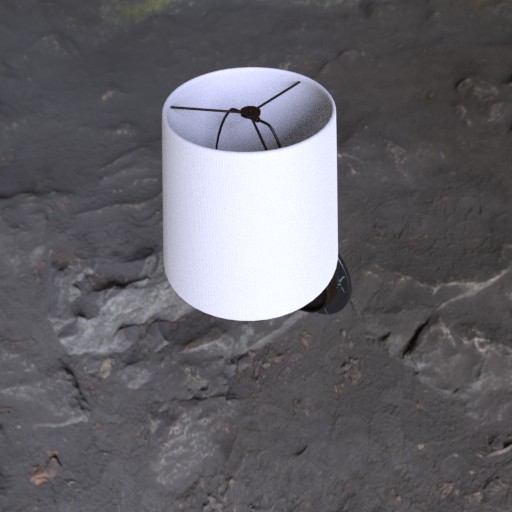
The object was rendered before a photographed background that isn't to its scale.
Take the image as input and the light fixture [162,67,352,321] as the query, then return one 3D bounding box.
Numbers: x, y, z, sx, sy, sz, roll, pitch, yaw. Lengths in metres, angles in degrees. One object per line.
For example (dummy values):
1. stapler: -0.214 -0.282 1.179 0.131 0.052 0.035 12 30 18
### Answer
1. light fixture: 0.000 0.000 0.452 0.168 0.337 0.188 32 55 27
